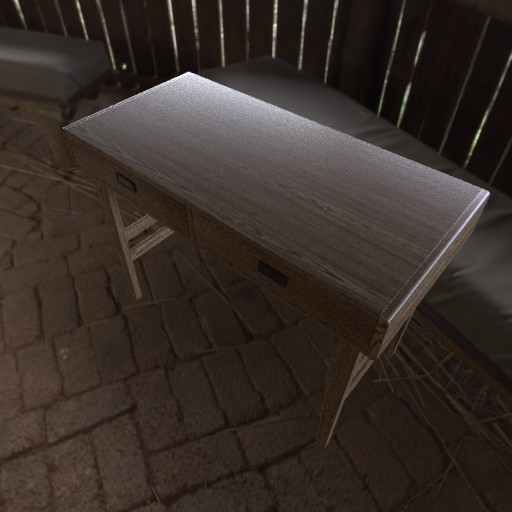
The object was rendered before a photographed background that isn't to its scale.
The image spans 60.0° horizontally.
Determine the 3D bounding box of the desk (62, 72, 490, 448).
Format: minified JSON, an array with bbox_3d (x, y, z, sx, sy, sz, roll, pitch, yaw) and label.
[{"bbox_3d":[0.000,0.000,1.451,1.067,0.755,0.508,31,53,27],"label":"desk"}]
